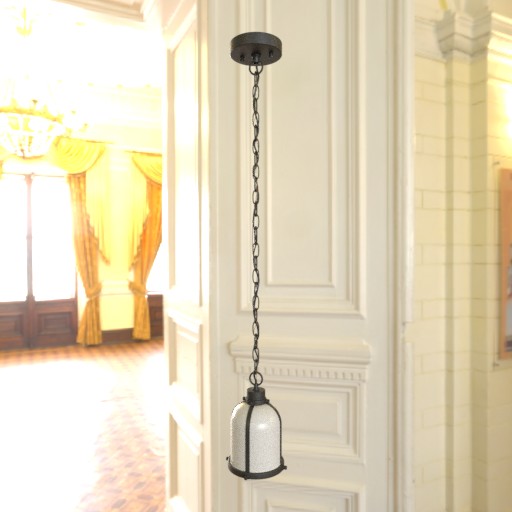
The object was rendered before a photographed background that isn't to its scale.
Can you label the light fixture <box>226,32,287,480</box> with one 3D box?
[{"bbox_3d":[0.000,0.000,1.244,0.178,1.181,0.178,0,1,18],"label":"light fixture"}]
